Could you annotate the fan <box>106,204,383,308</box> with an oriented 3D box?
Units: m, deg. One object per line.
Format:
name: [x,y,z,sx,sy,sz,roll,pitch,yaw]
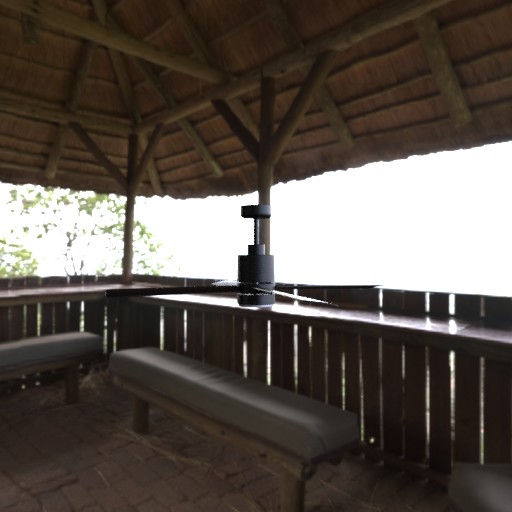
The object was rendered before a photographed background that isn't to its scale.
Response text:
fan: [0.000,0.000,2.375,1.525,0.534,1.525,0,0,-18]
